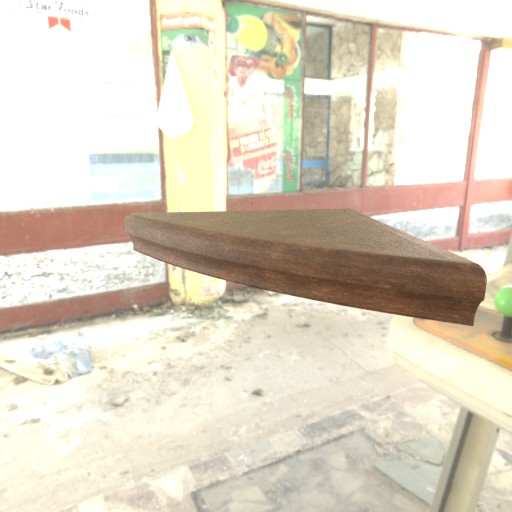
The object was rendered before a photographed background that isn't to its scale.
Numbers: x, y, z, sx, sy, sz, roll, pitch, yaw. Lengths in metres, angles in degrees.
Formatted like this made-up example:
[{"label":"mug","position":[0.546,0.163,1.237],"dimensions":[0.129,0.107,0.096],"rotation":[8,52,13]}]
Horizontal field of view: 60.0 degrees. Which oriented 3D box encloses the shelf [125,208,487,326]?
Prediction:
[{"label":"shelf","position":[0.000,0.000,0.463],"dimensions":[0.310,0.050,0.310],"rotation":[-2,14,-7]}]
